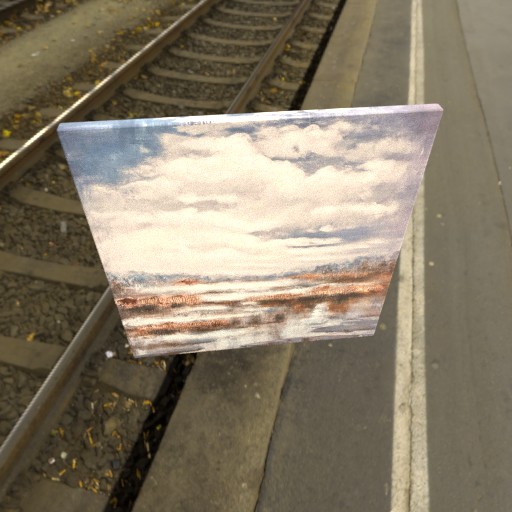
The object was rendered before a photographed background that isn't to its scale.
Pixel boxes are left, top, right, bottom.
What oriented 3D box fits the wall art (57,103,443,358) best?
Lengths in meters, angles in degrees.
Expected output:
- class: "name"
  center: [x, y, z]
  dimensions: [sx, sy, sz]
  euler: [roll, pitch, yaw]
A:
- class: "wall art"
  center: [0.000, 0.000, 1.333]
  dimensions: [0.888, 0.897, 0.035]
  euler: [-4, 44, -5]
